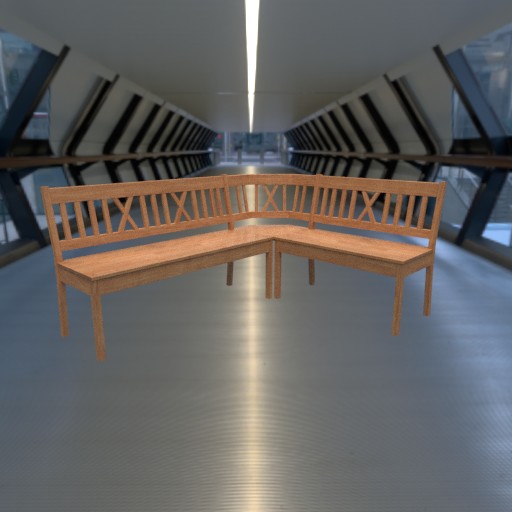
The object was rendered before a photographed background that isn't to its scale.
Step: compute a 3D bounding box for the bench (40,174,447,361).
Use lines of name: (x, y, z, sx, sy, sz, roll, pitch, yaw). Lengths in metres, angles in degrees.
bench: (0.000, 0.000, 2.789, 1.537, 0.902, 1.937, 13, 20, 42)
